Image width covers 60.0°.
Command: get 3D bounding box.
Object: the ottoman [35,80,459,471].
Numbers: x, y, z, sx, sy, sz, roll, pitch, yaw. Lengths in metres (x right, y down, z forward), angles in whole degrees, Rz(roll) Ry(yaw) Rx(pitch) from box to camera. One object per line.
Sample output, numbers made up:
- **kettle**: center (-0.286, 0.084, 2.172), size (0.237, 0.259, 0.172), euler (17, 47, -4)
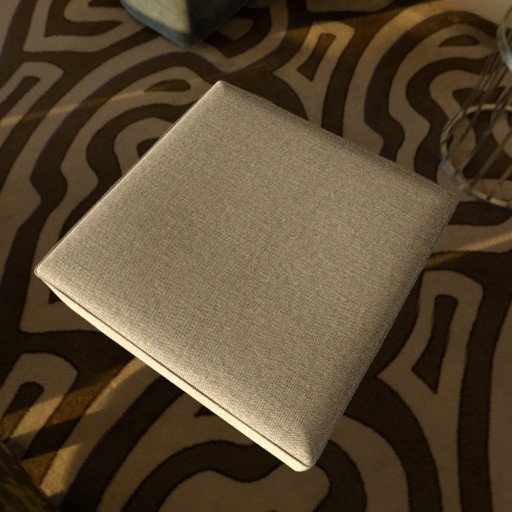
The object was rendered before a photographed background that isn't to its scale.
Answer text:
- **ottoman**: center (0.000, 0.000, 1.575), size (1.023, 0.423, 1.017), euler (31, 68, 15)
